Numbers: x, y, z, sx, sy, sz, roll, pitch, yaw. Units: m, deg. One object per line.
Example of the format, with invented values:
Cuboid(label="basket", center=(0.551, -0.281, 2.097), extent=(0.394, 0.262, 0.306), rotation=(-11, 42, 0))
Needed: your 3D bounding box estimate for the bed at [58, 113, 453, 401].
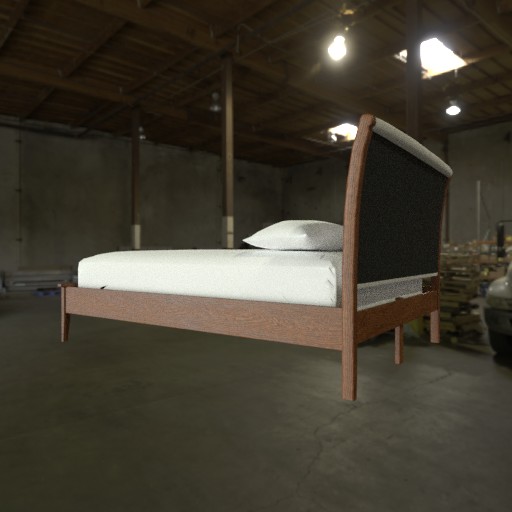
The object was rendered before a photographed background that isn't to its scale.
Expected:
Cuboid(label="bed", center=(0.000, 0.000, 3.182), extent=(2.380, 1.250, 1.612), rotation=(0, 0, 35))
